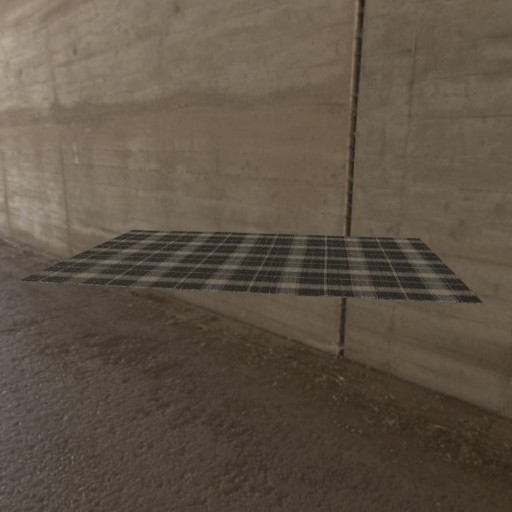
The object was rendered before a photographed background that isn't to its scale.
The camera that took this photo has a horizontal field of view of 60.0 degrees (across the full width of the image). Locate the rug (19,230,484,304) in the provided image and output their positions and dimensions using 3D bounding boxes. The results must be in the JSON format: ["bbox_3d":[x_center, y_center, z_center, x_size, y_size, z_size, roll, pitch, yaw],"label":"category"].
[{"bbox_3d":[0.000,0.000,3.002,2.434,0.015,1.520,2,14,8],"label":"rug"}]
